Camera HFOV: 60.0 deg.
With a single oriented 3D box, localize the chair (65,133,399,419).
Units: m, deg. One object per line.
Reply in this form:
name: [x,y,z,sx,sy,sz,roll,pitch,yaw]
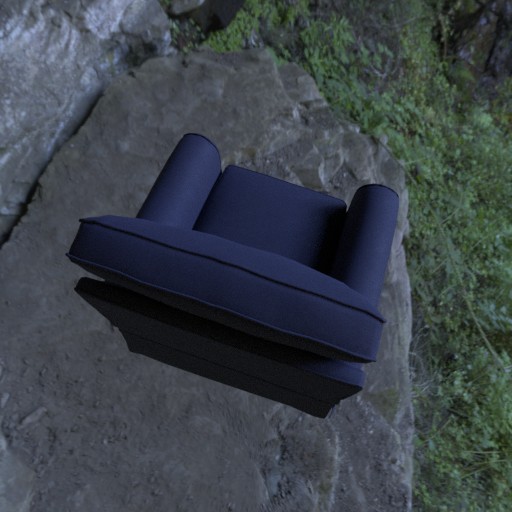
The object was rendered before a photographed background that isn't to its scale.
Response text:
chair: [0.000,0.000,1.973,1.119,1.140,1.002,17,66,8]
